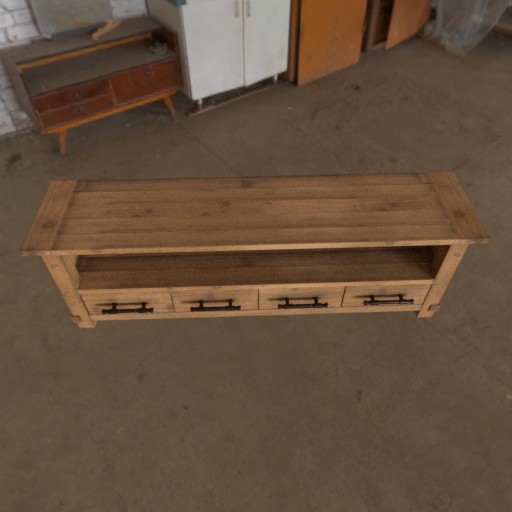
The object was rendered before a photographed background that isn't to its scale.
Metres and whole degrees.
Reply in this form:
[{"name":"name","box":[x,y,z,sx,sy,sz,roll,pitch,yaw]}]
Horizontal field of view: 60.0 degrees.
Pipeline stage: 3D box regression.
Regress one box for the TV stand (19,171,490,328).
[{"name":"TV stand","box":[0.000,0.000,2.042,1.804,0.573,0.453,-2,47,-1]}]
